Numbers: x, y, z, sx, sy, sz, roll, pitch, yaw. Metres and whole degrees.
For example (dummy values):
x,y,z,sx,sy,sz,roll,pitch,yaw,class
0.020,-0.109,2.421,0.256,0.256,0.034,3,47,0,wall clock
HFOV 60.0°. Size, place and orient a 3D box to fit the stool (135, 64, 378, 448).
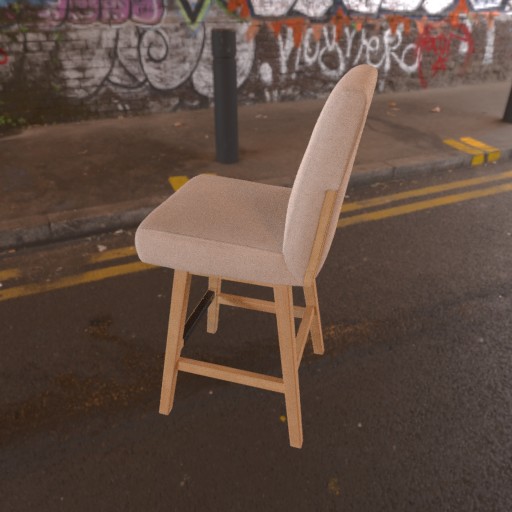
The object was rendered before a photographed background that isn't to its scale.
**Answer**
x,y,z,sx,sy,sz,roll,pitch,yaw,class
0.000,0.000,1.290,0.543,1.015,0.446,8,31,14,stool
